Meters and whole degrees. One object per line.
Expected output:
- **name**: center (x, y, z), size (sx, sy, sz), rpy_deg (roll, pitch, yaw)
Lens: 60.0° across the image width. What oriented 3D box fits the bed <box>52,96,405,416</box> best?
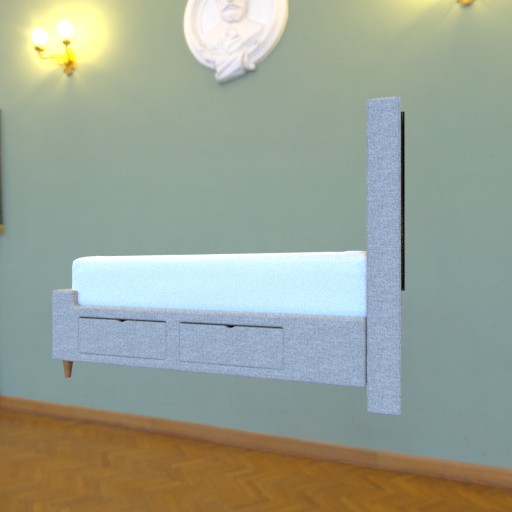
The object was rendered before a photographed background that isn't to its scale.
- **bed**: center (0.000, 0.000, 3.728), size (2.372, 1.748, 2.044), rpy_deg (0, 0, 19)
